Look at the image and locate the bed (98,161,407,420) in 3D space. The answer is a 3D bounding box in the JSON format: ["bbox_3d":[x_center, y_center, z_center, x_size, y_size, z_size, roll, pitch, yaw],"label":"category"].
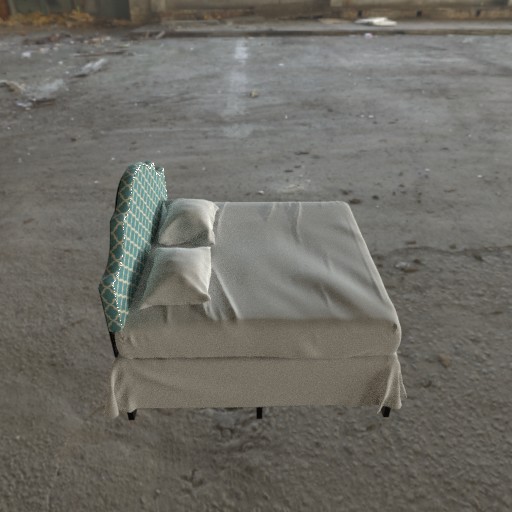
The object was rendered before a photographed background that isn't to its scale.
[{"bbox_3d":[0.000,0.000,3.798,2.222,1.601,2.314,0,33,-1],"label":"bed"}]
